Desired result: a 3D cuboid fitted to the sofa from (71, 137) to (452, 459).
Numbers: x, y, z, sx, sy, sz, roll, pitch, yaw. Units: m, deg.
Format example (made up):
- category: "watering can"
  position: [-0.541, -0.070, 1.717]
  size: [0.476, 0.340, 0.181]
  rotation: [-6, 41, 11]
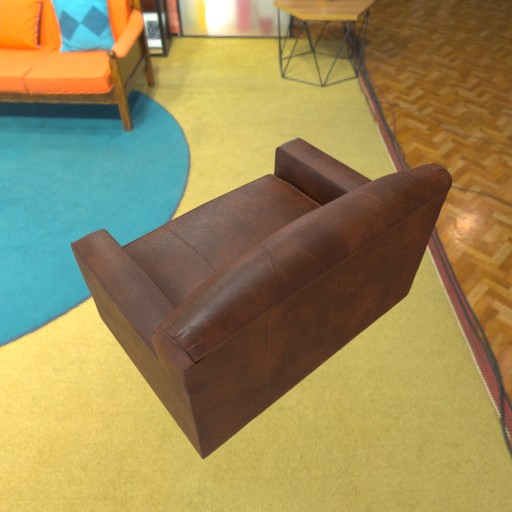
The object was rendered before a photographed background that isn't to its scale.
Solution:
- category: "sofa"
  position: [0.000, 0.000, 2.105]
  size: [1.413, 0.956, 1.000]
  rotation: [-31, 53, -26]
